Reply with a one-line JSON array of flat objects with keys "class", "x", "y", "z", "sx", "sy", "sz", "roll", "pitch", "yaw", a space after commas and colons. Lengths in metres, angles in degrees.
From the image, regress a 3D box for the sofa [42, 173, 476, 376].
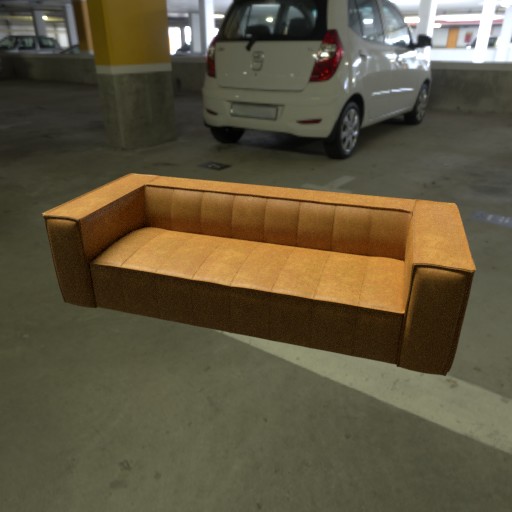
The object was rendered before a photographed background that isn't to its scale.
[{"class": "sofa", "x": 0.000, "y": 0.000, "z": 3.049, "sx": 2.581, "sy": 0.701, "sz": 1.102, "roll": 8, "pitch": 27, "yaw": 16}]
